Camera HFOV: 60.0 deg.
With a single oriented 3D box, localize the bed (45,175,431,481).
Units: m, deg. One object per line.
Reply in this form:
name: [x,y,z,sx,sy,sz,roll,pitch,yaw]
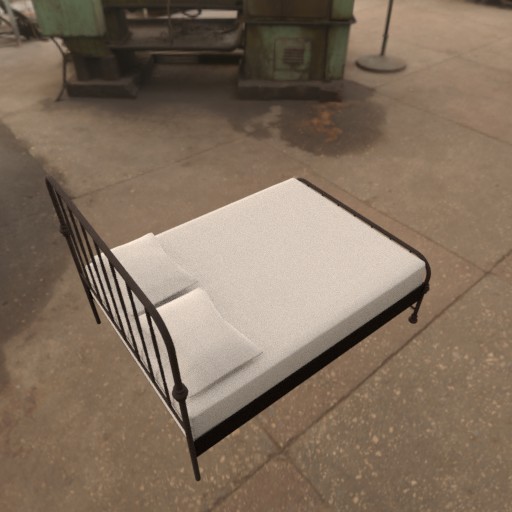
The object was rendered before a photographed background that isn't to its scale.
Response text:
bed: [0.000,0.000,3.153,2.134,1.446,1.616,-27,48,-27]
